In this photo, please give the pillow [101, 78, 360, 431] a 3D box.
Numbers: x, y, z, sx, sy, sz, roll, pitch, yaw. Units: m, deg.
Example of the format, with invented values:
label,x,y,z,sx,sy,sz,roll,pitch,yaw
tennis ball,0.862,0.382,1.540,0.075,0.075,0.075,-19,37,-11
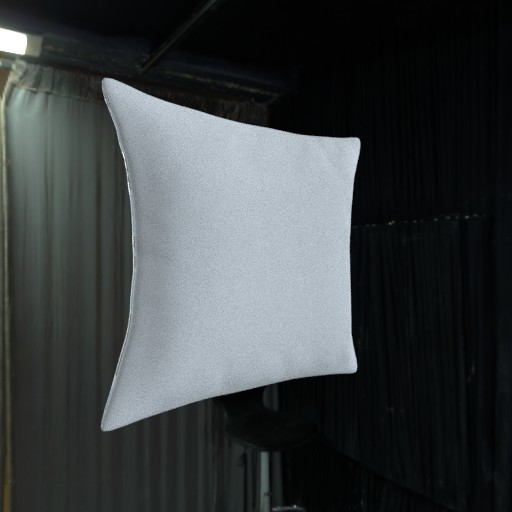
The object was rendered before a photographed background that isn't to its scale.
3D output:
label,x,y,z,sx,sy,sz,roll,pitch,yaw
pillow,0.000,0.000,0.799,0.552,0.508,0.166,0,0,-37
